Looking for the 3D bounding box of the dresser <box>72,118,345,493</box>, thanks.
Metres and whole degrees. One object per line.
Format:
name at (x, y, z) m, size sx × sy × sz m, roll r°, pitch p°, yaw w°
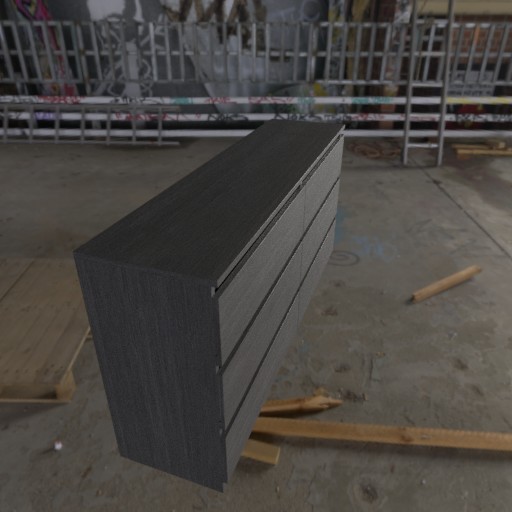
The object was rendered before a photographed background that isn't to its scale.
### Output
dresser at (0.000, 0.000, 1.899) m, size 0.400 × 0.795 × 1.590 m, roll 10°, pitch 31°, yaw 17°
